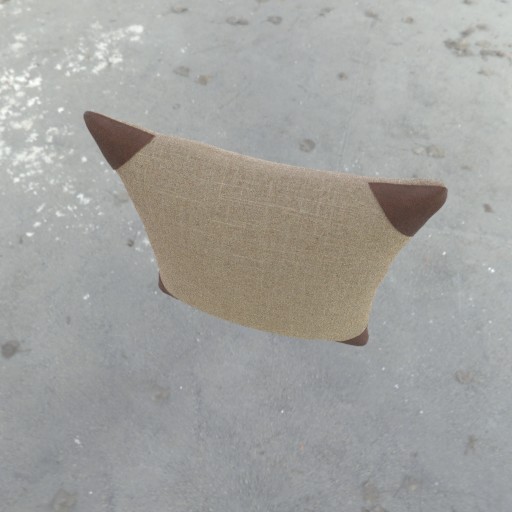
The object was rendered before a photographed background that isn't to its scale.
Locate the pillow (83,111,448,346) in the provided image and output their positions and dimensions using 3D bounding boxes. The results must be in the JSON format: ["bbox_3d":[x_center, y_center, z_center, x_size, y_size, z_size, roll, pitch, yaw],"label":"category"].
[{"bbox_3d":[0.000,0.000,0.686,0.437,0.448,0.147,13,59,8],"label":"pillow"}]
